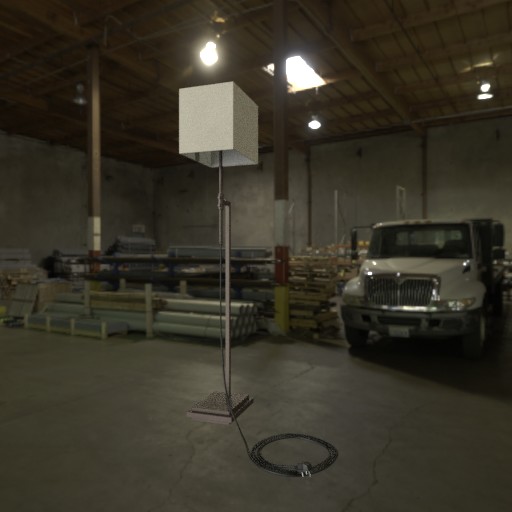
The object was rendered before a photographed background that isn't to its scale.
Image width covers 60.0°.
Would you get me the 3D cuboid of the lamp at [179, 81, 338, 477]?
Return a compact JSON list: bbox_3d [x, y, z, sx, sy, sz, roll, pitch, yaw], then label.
[{"bbox_3d":[0.000,0.000,2.003,0.774,1.600,0.698,0,0,19],"label":"lamp"}]
